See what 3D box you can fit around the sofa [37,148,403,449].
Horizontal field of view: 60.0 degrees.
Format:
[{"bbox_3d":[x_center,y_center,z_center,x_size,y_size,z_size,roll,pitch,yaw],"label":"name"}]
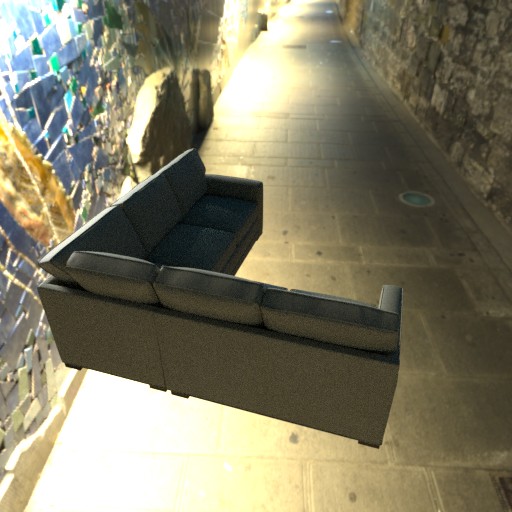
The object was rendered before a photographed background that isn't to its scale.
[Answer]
[{"bbox_3d":[0.000,0.000,3.461,2.188,0.936,2.211,9,34,14],"label":"sofa"}]
